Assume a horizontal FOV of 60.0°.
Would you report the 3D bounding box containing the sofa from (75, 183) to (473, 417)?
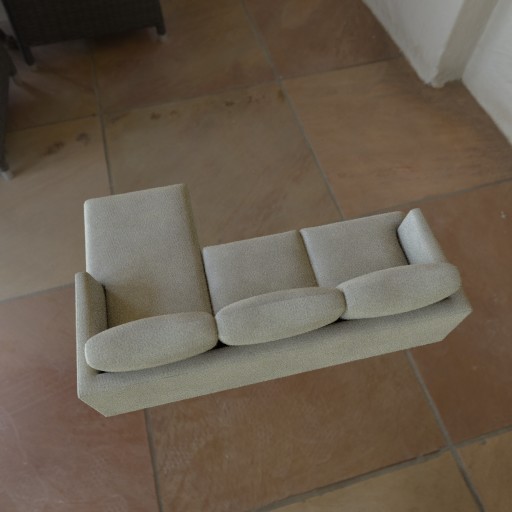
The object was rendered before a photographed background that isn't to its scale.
[{"bbox_3d":[0.000,0.000,2.957,2.233,0.956,1.504,-11,60,-6],"label":"sofa"}]
